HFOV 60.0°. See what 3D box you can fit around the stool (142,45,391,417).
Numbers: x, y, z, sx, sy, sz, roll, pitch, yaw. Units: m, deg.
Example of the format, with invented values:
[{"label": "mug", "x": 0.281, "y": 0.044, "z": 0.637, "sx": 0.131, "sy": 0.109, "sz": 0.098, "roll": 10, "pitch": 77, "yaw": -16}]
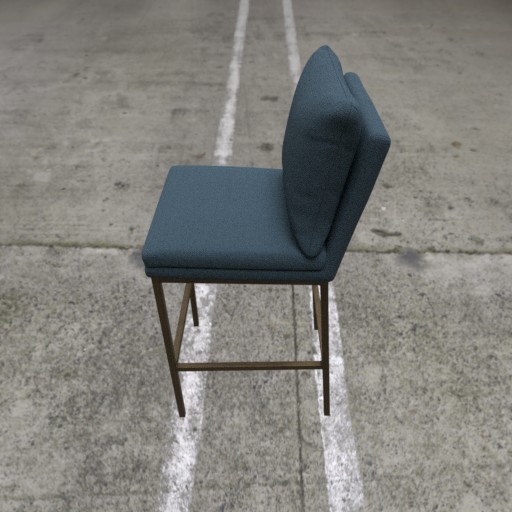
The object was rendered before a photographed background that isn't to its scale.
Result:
[{"label": "stool", "x": 0.000, "y": 0.000, "z": 1.382, "sx": 0.568, "sy": 1.124, "sz": 0.463, "roll": 0, "pitch": 40, "yaw": 1}]
